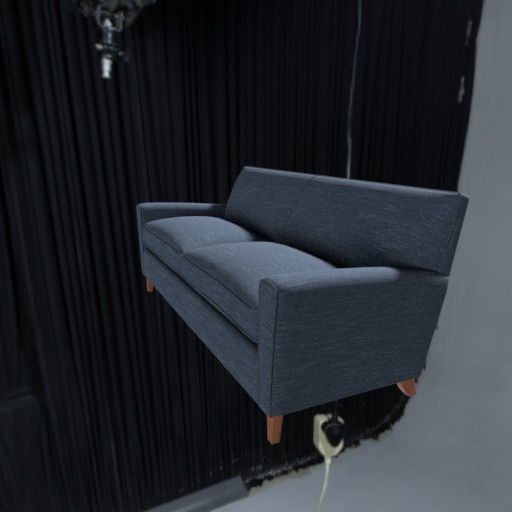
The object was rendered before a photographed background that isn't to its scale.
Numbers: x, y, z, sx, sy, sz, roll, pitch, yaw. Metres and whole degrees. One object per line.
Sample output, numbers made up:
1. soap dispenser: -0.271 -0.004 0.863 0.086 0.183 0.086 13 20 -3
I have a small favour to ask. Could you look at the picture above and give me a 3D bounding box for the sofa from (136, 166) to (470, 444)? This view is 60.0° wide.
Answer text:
1. sofa: 0.000 0.000 2.424 0.875 0.846 1.976 -7 16 -26
